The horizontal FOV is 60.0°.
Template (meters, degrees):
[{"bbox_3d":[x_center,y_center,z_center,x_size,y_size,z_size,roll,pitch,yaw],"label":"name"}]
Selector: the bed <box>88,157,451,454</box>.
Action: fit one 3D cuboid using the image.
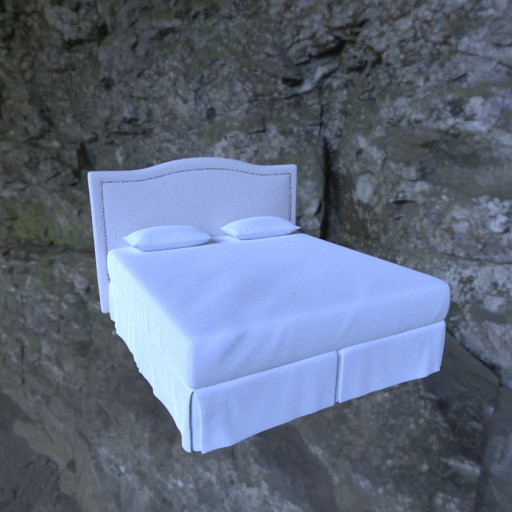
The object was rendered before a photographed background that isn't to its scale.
[{"bbox_3d":[0.000,0.000,3.462,2.083,1.421,2.182,-8,17,-27],"label":"bed"}]
